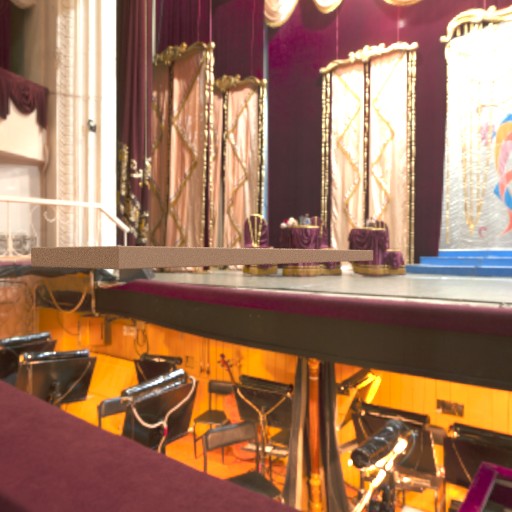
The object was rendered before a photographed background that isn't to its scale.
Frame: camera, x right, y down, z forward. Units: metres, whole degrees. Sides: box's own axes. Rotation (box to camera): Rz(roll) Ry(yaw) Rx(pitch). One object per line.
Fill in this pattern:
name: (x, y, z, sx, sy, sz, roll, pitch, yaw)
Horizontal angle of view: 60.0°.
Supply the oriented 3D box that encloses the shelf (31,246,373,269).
shelf: (0.000, 0.000, 0.666, 0.140, 0.020, 0.610, 0, 0, 35)
